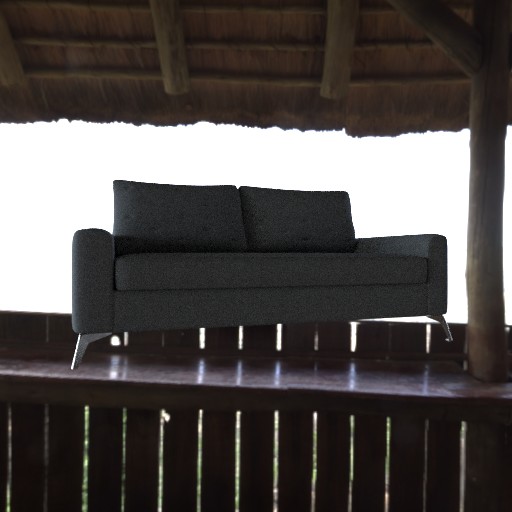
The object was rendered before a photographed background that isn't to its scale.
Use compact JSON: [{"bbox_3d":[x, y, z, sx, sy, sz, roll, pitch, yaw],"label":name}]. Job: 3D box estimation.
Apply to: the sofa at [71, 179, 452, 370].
[{"bbox_3d":[0.000,0.000,2.206,1.650,0.790,0.920,0,0,-18],"label":"sofa"}]
